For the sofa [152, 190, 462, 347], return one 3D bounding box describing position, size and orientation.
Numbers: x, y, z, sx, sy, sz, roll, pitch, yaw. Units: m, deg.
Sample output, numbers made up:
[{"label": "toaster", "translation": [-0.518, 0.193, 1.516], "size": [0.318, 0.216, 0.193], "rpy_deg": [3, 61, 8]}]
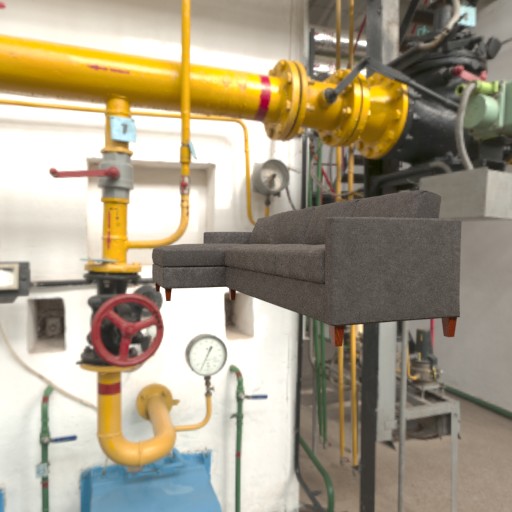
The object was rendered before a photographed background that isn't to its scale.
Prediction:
[{"label": "sofa", "translation": [0.000, 0.000, 4.152], "size": [1.606, 0.954, 3.471], "rpy_deg": [-1, 2, -19]}]
